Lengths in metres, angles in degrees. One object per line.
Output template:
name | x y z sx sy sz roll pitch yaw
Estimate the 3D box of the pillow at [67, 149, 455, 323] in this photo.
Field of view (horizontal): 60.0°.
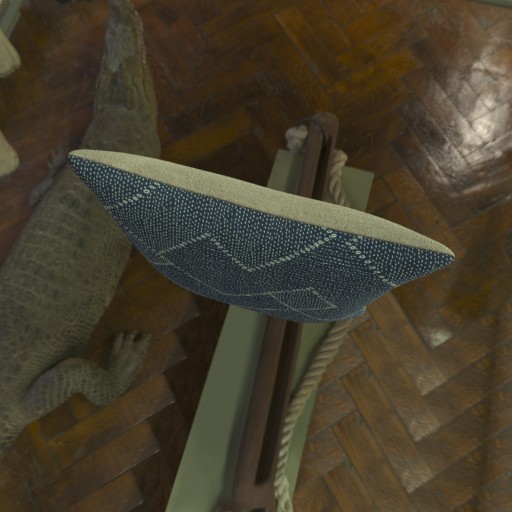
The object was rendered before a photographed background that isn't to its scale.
pillow | 0.000 0.000 0.675 0.435 0.428 0.148 15 76 4
